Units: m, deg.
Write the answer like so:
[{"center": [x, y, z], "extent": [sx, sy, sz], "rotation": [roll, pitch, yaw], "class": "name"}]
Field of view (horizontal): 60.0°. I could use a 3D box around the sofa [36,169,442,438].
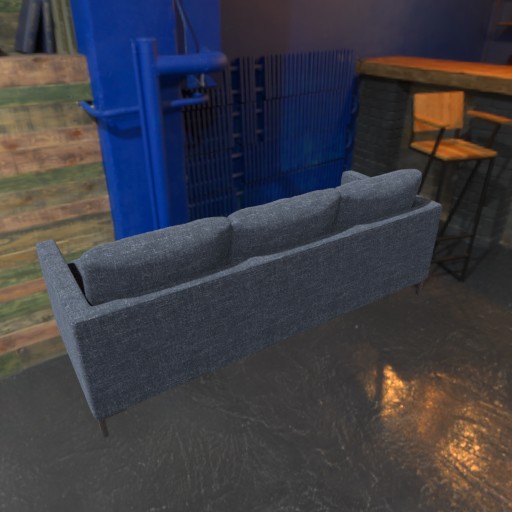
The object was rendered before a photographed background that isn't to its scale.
[{"center": [0.000, 0.000, 2.629], "extent": [2.218, 0.874, 0.859], "rotation": [-17, 33, -28], "class": "sofa"}]
